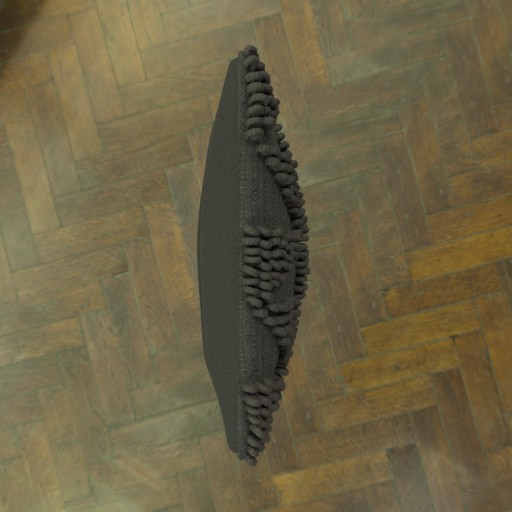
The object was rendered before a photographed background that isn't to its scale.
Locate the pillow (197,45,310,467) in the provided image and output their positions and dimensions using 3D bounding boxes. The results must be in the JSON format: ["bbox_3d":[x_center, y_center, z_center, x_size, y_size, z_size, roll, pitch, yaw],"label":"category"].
[{"bbox_3d":[0.000,0.000,0.709,0.172,0.467,0.470,0,90,2],"label":"pillow"}]
